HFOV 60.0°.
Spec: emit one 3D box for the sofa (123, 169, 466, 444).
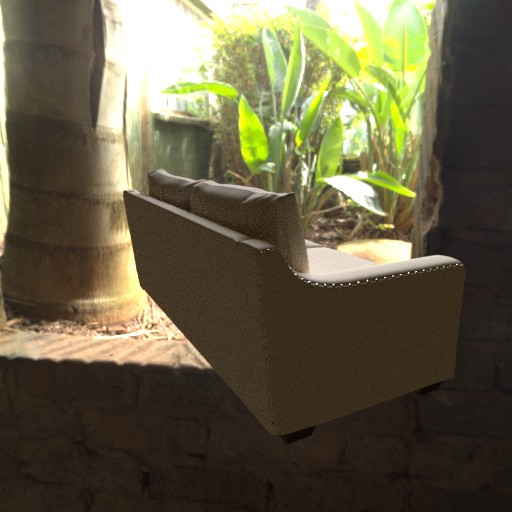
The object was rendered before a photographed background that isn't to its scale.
[{"bbox_3d":[0.000,0.000,2.298,0.949,0.830,1.812,-8,16,-27],"label":"sofa"}]
